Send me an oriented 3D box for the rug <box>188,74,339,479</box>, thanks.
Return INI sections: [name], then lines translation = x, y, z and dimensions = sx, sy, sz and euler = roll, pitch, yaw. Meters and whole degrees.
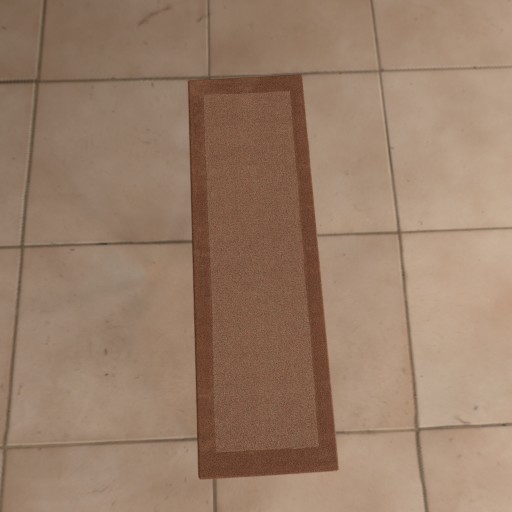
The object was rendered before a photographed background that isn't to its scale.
[rug]
translation = 0.000, 0.000, 2.671
dimensions = 0.764, 0.017, 2.439
euler = -3, 77, -1
